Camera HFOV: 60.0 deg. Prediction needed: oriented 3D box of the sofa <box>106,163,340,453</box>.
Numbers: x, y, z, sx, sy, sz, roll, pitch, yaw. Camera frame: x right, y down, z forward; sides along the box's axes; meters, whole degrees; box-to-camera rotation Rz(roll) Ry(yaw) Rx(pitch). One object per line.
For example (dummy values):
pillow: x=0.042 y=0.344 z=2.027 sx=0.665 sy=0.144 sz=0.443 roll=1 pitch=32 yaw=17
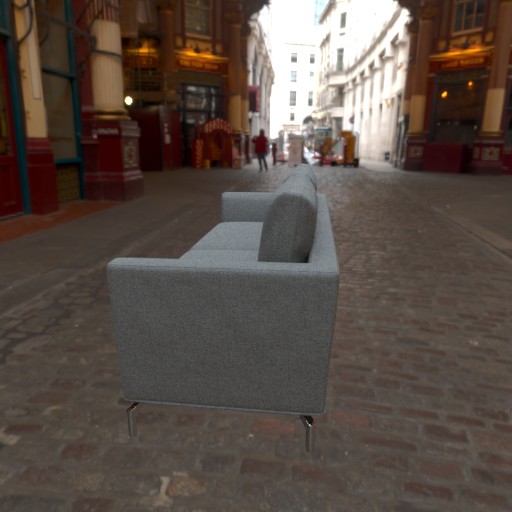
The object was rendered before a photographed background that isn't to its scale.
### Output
sofa: x=0.000 y=0.000 z=2.672 sx=0.869 sy=1.002 sz=2.212 roll=2 pitch=15 yaw=7
